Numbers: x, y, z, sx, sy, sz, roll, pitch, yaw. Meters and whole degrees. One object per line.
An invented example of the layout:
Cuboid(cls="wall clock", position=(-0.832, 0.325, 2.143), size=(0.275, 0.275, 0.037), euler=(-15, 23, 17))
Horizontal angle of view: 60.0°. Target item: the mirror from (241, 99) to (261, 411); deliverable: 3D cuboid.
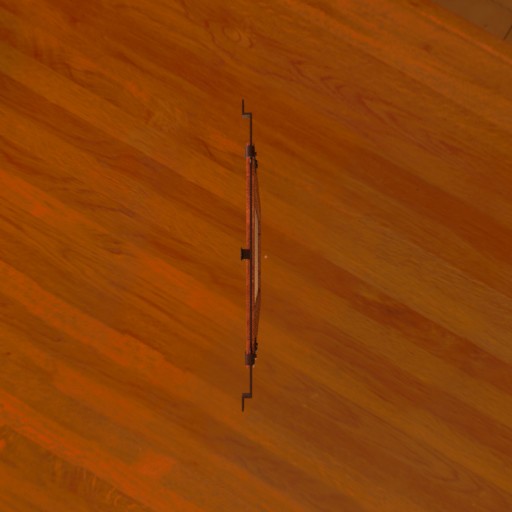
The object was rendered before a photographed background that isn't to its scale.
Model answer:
Cuboid(cls="mirror", position=(0.000, 0.000, 2.041), size=(0.042, 1.793, 0.847), euler=(0, 90, 1))
